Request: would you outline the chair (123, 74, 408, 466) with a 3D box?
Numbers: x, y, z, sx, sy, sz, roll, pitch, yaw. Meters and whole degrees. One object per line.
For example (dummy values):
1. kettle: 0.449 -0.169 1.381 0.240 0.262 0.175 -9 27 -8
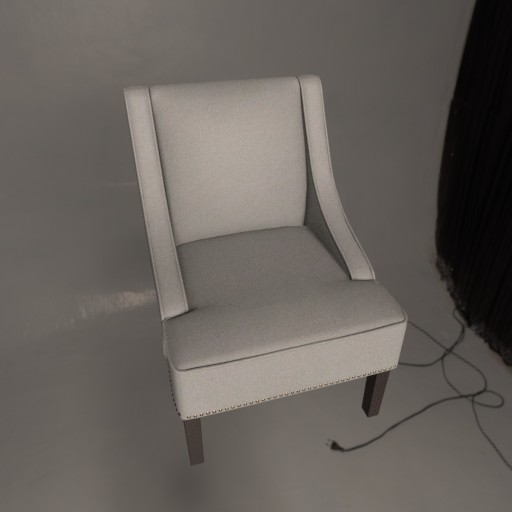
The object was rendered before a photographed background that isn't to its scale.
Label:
1. chair: 0.000 0.000 1.338 0.631 0.867 0.747 -9 35 -14
